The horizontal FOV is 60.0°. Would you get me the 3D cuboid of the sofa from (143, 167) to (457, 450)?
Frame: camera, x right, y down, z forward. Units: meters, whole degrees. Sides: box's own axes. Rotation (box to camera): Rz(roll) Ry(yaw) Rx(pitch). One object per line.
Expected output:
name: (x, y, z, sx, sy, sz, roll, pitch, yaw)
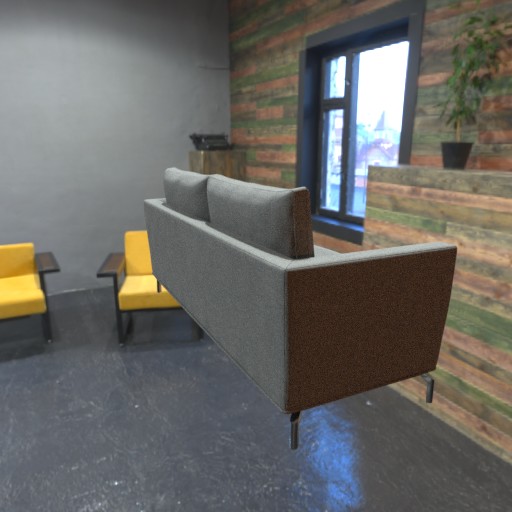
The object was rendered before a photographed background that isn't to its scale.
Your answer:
sofa: (0.000, 0.000, 2.699, 0.869, 1.002, 2.212, -7, 16, -25)
